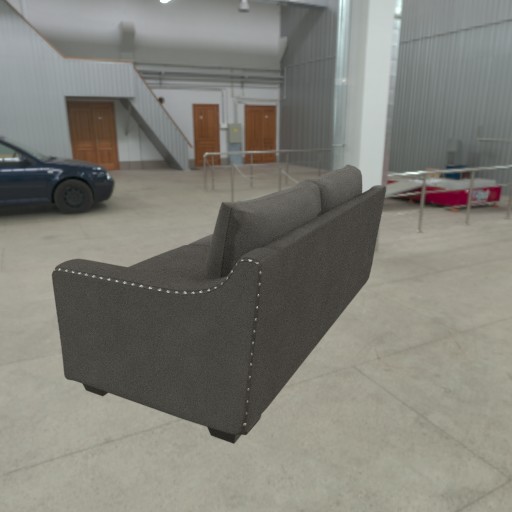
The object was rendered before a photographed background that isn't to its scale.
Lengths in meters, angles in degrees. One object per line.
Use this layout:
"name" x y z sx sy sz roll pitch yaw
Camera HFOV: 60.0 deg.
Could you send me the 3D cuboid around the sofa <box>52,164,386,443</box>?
"sofa" 0.000 0.000 3.283 1.336 1.196 2.550 8 19 26
